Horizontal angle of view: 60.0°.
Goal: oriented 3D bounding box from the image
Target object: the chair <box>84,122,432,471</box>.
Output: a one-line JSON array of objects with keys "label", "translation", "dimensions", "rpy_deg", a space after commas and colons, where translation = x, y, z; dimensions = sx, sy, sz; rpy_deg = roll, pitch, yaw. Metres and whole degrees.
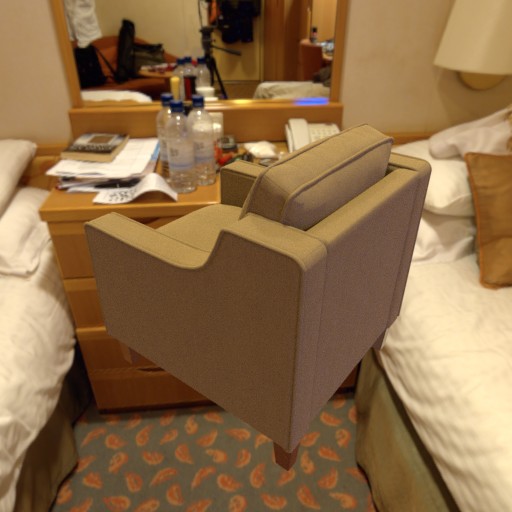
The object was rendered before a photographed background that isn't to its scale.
[{"label": "chair", "translation": [0.000, 0.000, 1.660], "dimensions": [0.909, 0.960, 0.831], "rpy_deg": [22, 37, 32]}]
